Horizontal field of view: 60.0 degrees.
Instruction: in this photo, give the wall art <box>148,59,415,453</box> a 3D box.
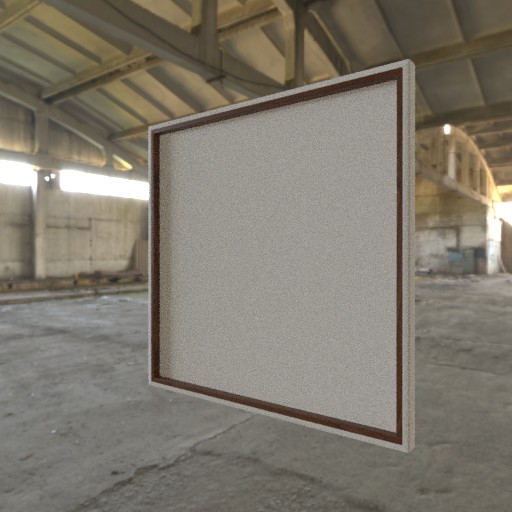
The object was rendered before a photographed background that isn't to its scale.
[{"bbox_3d":[0.000,0.000,1.087,0.757,0.757,0.037,0,0,36],"label":"wall art"}]
